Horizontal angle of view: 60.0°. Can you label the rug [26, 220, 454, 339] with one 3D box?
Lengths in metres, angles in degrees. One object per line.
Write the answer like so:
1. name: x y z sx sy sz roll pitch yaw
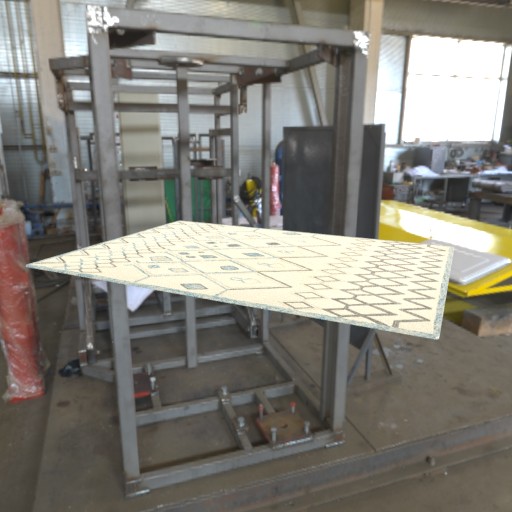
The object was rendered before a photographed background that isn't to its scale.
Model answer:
1. rug: 0.000 0.000 2.267 1.820 0.009 1.260 7 17 24
